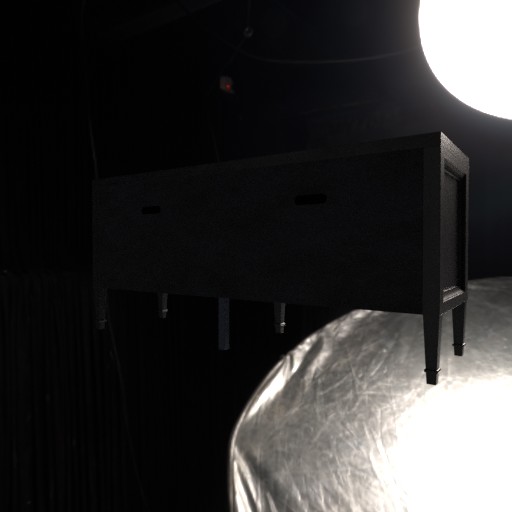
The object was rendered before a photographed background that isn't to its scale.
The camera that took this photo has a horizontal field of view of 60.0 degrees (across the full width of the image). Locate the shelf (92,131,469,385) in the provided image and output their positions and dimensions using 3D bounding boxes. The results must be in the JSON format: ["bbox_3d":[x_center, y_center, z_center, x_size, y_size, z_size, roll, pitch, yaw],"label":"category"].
[{"bbox_3d":[0.000,0.000,1.881,1.575,0.719,0.479,1,1,34],"label":"shelf"}]
